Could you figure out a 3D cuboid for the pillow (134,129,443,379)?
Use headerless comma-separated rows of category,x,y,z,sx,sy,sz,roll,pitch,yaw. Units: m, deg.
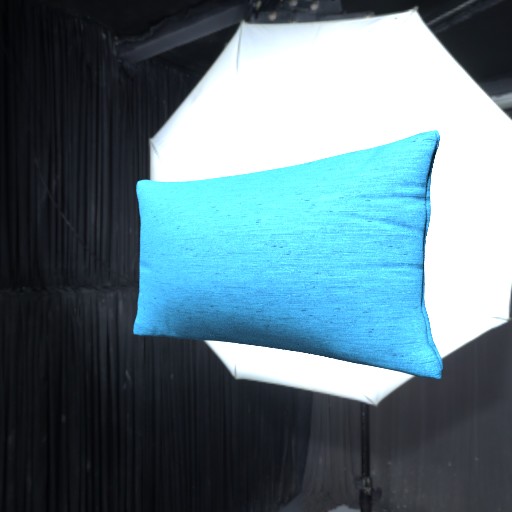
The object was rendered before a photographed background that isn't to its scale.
pillow,0.000,0.000,0.788,0.633,0.338,0.210,-1,-2,36
